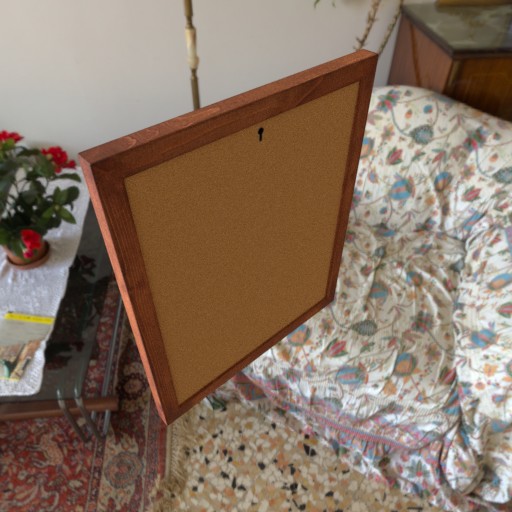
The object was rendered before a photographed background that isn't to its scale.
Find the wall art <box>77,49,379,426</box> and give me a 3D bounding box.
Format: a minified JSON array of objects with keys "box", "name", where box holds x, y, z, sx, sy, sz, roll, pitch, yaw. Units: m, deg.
[{"box":[0.000,0.000,0.746,0.462,0.558,0.030,-31,52,-29],"name":"wall art"}]
